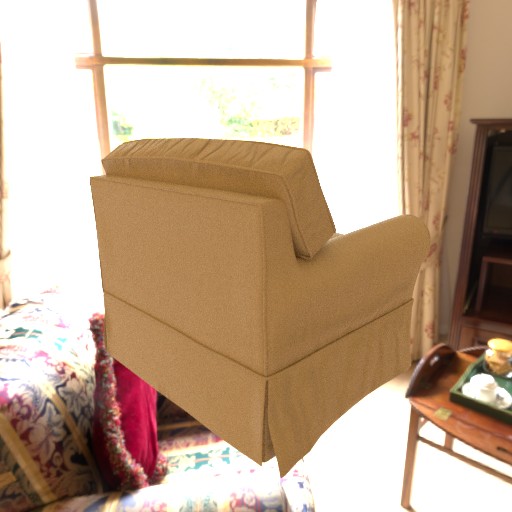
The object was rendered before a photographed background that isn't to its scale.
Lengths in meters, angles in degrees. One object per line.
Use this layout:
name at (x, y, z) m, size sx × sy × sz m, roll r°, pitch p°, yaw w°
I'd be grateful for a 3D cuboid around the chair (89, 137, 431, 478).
chair at (0.000, 0.000, 1.802) m, size 0.903 × 0.937 × 1.096 m, roll -15°, pitch 22°, yaw -42°
